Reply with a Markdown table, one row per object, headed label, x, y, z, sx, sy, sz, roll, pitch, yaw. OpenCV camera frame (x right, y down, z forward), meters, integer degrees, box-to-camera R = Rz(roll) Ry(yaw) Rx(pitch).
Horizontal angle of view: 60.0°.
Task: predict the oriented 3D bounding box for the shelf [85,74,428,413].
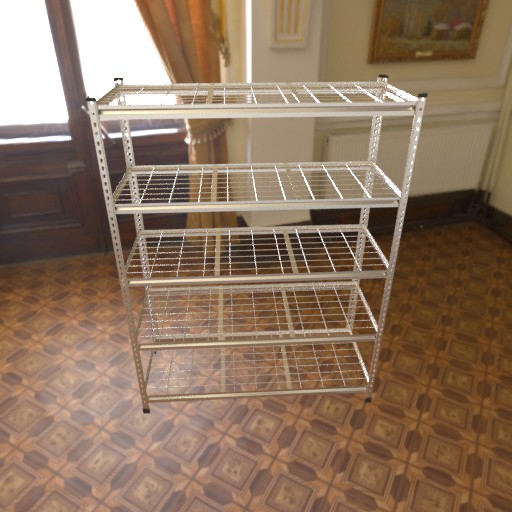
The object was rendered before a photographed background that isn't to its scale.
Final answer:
| label | x | y | z | sx | sy | sz | roll | pitch | yaw |
| --- | --- | --- | --- | --- | --- | --- | --- | --- | --- |
| shelf | 0.000 | 0.000 | 2.715 | 1.524 | 1.981 | 0.610 | -2 | 30 | -3 |
